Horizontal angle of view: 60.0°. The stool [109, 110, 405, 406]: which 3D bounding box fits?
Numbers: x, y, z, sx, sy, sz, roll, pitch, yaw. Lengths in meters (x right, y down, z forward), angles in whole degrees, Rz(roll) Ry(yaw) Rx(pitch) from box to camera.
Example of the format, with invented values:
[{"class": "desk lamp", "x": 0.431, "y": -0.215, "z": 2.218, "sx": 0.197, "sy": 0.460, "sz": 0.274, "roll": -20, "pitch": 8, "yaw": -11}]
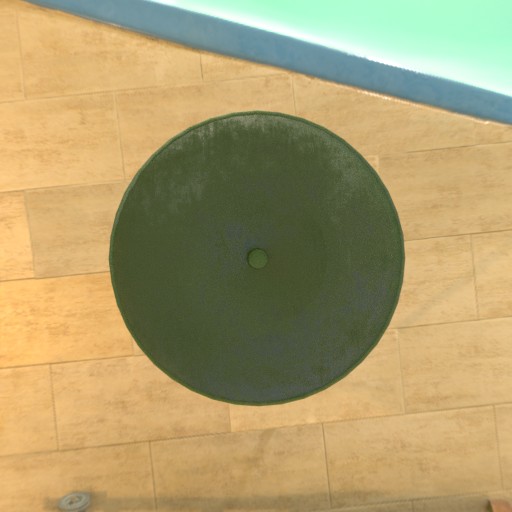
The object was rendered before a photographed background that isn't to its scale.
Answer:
[{"class": "stool", "x": 0.000, "y": 0.000, "z": 0.915, "sx": 0.430, "sy": 0.595, "sz": 0.457, "roll": 0, "pitch": 90, "yaw": -1}]
